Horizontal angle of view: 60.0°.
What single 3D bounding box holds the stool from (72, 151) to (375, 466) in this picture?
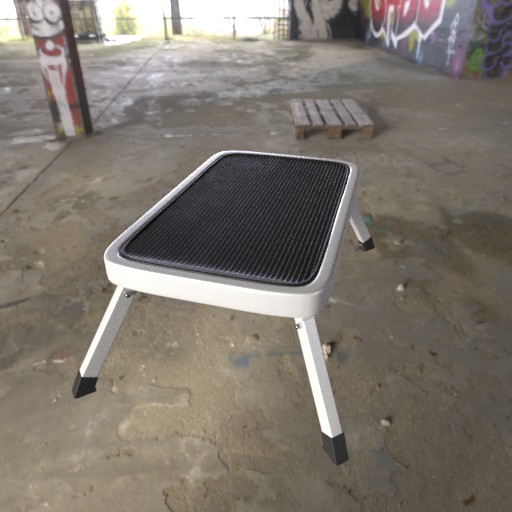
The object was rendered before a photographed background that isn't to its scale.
[{"bbox_3d":[0.000,0.000,0.617,0.320,0.170,0.460,9,32,14],"label":"stool"}]
